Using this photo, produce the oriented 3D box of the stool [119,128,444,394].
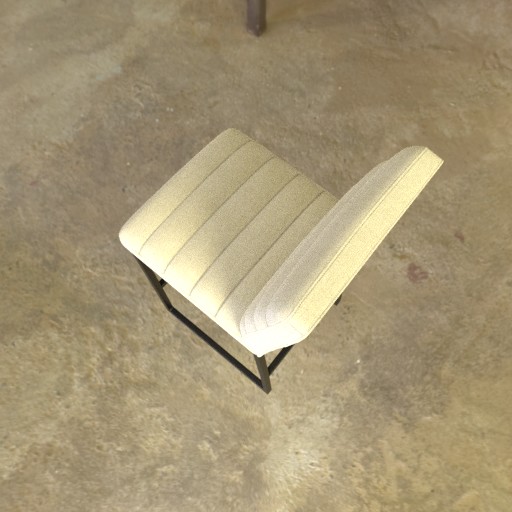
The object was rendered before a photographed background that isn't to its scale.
[{"bbox_3d":[0.000,0.000,1.245,0.560,0.940,0.460,37,71,15],"label":"stool"}]
